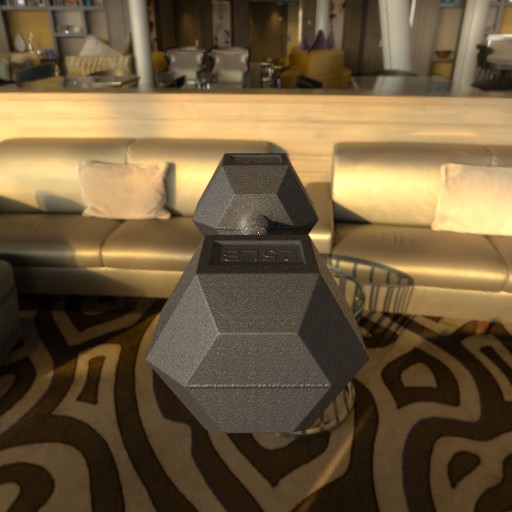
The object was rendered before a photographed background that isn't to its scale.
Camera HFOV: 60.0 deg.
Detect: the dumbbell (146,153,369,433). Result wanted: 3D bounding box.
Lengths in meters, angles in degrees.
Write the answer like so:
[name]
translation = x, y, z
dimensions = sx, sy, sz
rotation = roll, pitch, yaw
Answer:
[dumbbell]
translation = 0.000, 0.000, 0.377
dimensions = 0.129, 0.113, 0.315
rotation = 0, 26, 0
